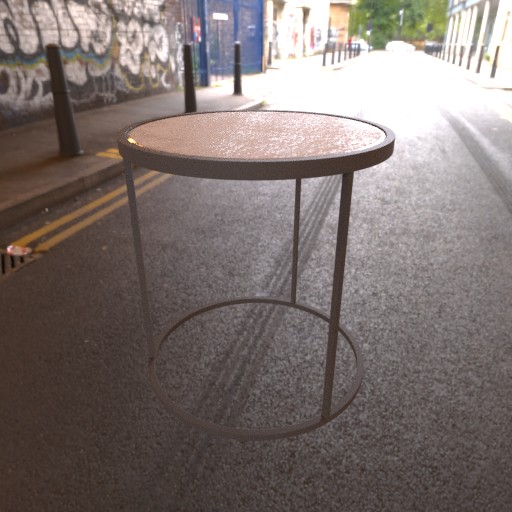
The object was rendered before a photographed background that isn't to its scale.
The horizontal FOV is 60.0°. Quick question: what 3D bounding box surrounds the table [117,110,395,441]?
[{"bbox_3d":[0.000,0.000,0.885,0.470,0.498,0.470,0,26,0],"label":"table"}]
